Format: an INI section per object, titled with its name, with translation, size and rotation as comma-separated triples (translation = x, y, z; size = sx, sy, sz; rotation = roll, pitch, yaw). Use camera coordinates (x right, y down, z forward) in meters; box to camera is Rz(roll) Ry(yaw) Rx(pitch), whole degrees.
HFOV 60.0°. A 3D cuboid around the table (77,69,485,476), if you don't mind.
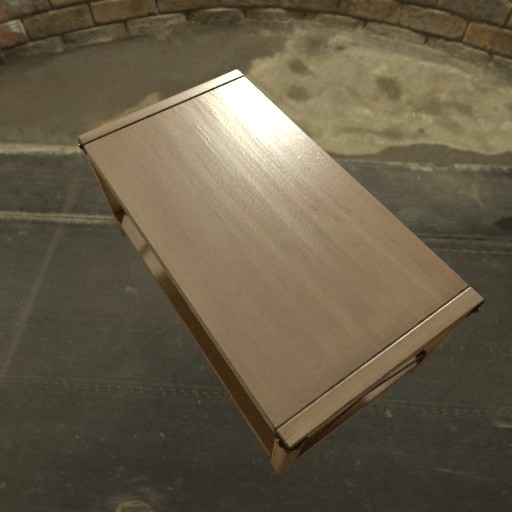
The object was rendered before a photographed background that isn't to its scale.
[table]
translation = 0.000, 0.000, 1.307
size = 0.559, 0.456, 1.016
rotation = -30, 63, -18
